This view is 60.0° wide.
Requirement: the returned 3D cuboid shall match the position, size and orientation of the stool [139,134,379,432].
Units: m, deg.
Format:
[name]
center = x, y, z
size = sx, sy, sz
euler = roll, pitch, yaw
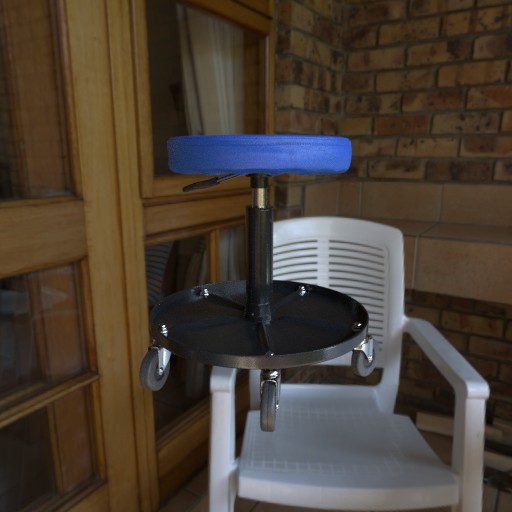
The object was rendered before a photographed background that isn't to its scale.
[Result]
[stool]
center = 0.000, 0.000, 0.710
size = 0.382, 0.365, 0.381
euler = 6, 14, 26
